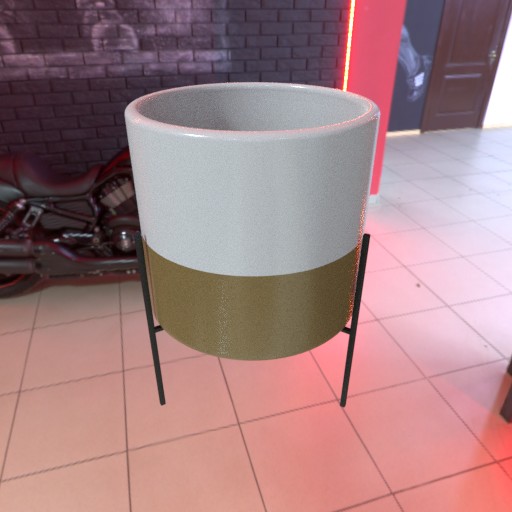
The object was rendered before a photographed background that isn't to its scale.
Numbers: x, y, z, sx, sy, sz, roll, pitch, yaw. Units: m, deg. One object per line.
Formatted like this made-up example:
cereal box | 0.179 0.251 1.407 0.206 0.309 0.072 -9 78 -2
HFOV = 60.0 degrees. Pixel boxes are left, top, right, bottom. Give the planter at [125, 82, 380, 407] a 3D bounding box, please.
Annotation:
planter | 0.000 0.000 0.643 0.310 0.432 0.310 8 31 14
